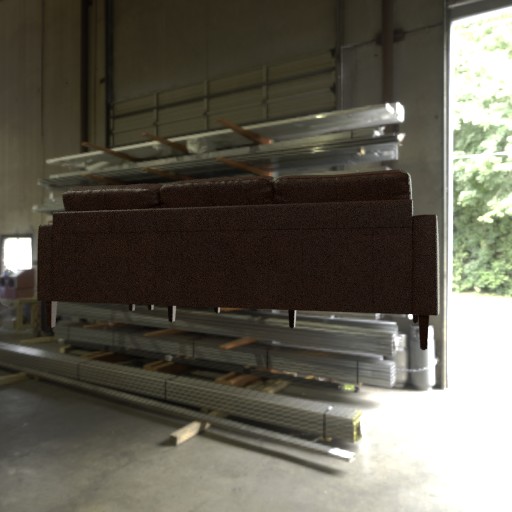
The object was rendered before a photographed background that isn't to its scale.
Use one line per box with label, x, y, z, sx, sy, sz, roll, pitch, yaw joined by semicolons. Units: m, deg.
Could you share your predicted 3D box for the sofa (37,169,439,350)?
sofa;0.000;0.000;3.000;2.185;0.841;1.613;0;0;17
